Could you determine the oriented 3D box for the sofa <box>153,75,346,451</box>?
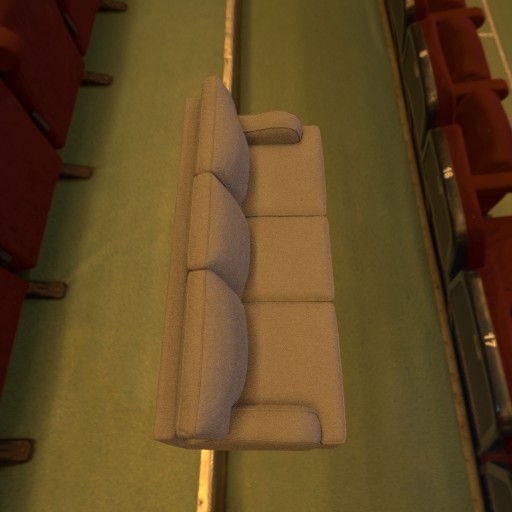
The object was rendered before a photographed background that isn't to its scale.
[{"bbox_3d":[0.000,0.000,2.915,1.016,0.991,2.323,0,63,0],"label":"sofa"}]
